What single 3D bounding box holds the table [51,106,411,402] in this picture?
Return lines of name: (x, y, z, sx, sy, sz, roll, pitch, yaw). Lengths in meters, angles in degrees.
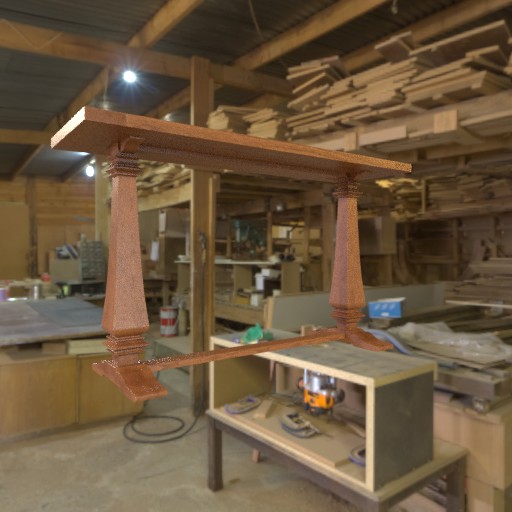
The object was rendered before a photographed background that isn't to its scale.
table: (0.000, 0.000, 1.839, 1.478, 0.852, 0.461, -1, 1, -36)
